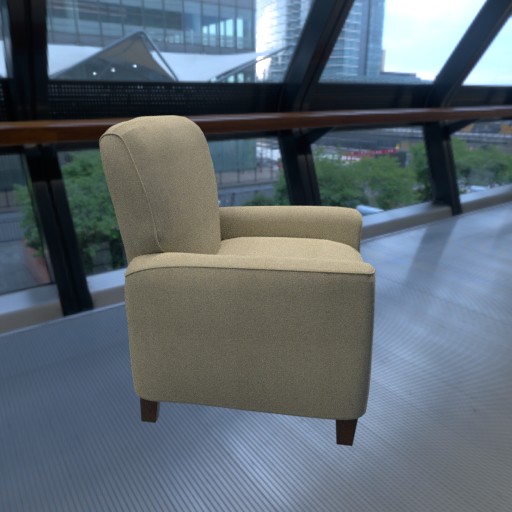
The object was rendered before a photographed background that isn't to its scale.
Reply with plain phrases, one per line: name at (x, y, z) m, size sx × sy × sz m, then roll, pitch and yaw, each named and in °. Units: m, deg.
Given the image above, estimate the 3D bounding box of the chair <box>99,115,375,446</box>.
chair at (0.000, 0.000, 1.674) m, size 0.853 × 1.006 × 0.850 m, roll 3°, pitch 19°, yaw 9°
